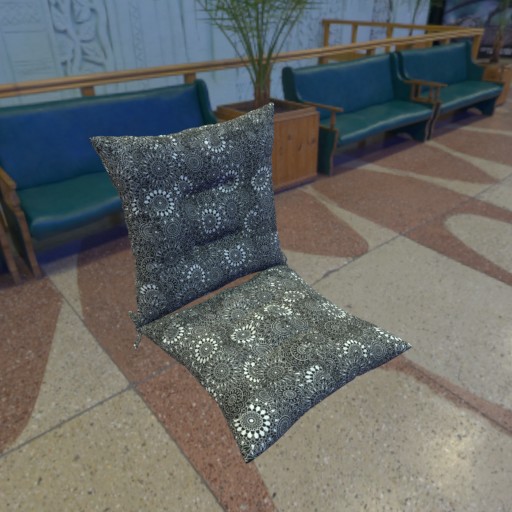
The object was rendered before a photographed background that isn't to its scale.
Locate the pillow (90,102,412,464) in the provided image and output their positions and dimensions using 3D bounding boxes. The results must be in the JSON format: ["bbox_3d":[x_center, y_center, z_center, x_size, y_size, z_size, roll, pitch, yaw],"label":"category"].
[{"bbox_3d":[0.000,0.000,1.026,0.541,0.536,0.585,-22,38,-32],"label":"pillow"}]
